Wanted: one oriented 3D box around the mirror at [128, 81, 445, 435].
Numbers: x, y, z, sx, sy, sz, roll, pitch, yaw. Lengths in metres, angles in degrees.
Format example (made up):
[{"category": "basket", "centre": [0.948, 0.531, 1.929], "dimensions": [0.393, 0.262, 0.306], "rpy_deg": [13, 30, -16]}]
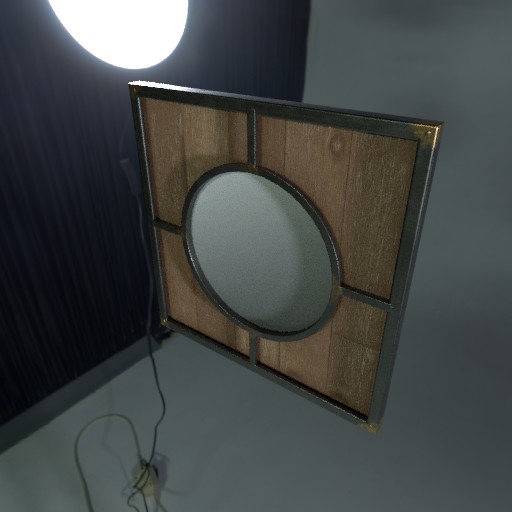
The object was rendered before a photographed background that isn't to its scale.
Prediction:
[{"category": "mirror", "centre": [0.000, 0.000, 0.560], "dimensions": [0.382, 0.381, 0.020], "rpy_deg": [20, 35, 30]}]
